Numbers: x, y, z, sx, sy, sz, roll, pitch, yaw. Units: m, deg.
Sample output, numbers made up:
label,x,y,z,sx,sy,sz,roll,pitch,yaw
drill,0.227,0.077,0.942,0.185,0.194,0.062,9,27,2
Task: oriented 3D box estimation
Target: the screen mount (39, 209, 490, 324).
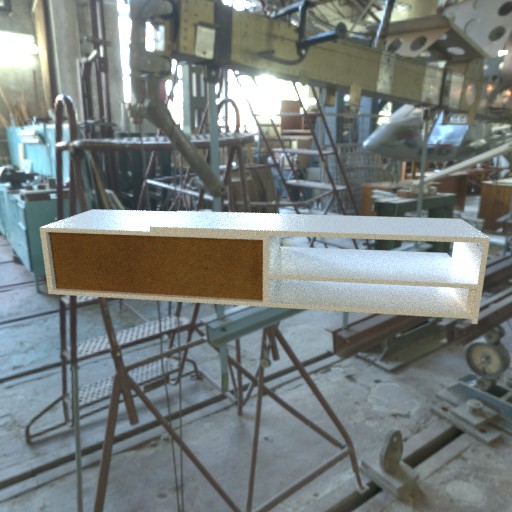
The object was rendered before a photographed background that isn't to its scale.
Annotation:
label,x,y,z,sx,sy,sz,roll,pitch,yaw
screen mount,0.000,0.000,1.878,1.680,0.320,0.420,2,16,9
